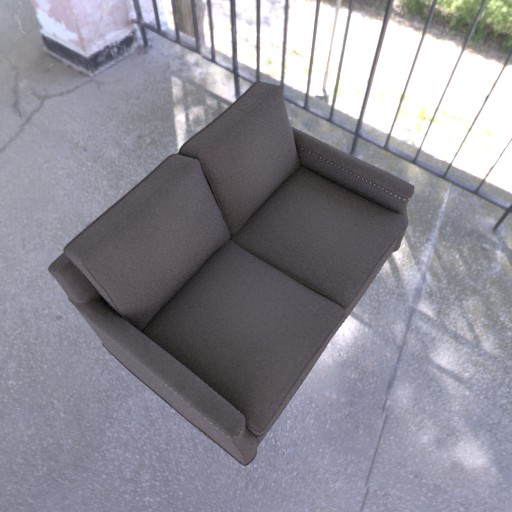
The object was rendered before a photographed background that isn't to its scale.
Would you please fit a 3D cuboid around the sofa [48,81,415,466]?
[{"bbox_3d":[0.000,0.000,2.289,1.084,1.003,1.597,32,63,19],"label":"sofa"}]
